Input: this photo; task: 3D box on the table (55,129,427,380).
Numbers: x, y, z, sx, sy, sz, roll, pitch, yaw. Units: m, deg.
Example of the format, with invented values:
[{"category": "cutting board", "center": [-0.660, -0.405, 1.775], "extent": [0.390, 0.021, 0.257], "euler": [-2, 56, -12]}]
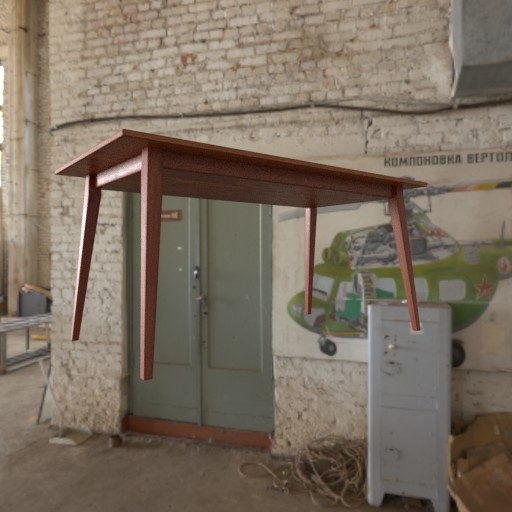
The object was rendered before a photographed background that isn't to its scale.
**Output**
[{"category": "table", "center": [0.000, 0.000, 2.117], "extent": [1.609, 0.755, 0.811], "euler": [0, 0, -37]}]
